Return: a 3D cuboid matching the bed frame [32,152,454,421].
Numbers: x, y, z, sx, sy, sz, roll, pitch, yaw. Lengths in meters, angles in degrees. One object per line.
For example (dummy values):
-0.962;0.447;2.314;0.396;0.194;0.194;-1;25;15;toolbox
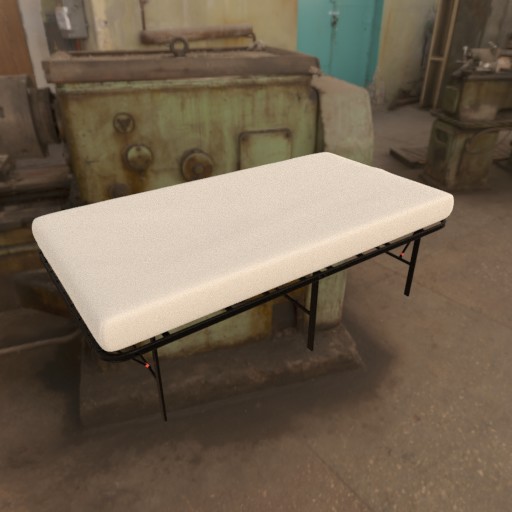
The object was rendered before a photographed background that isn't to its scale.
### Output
0.000;0.000;2.315;1.903;0.619;0.989;-19;35;-30;bed frame
